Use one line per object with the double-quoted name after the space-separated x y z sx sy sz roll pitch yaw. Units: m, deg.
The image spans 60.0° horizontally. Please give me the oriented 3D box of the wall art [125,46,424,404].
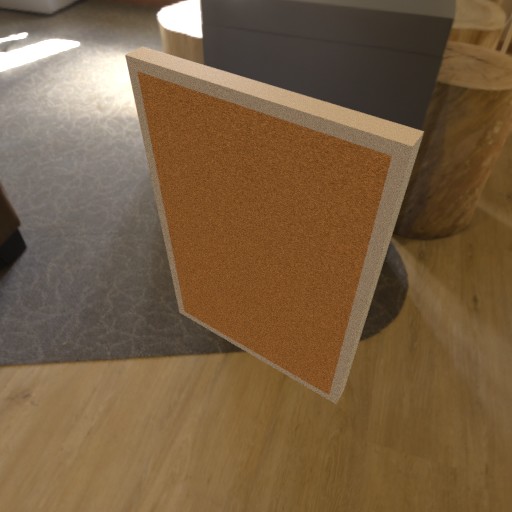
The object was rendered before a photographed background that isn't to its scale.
0.000 0.000 0.835 0.450 0.657 0.038 26 52 22 "wall art"
